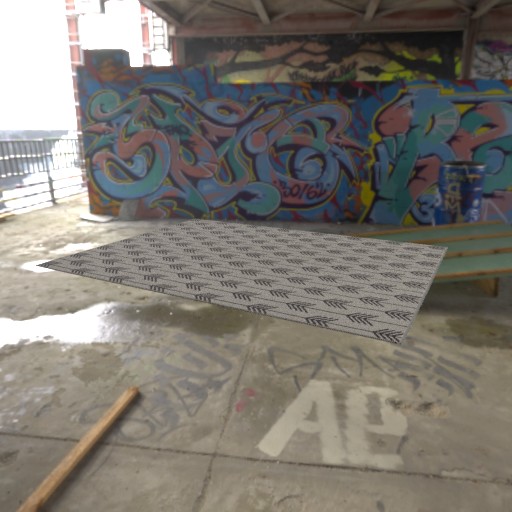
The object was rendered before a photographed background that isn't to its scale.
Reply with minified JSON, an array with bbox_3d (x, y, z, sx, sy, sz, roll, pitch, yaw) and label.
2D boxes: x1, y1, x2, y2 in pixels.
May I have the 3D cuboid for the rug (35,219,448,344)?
[{"bbox_3d":[0.000,0.000,4.087,3.061,0.010,2.330,8,18,27],"label":"rug"}]
